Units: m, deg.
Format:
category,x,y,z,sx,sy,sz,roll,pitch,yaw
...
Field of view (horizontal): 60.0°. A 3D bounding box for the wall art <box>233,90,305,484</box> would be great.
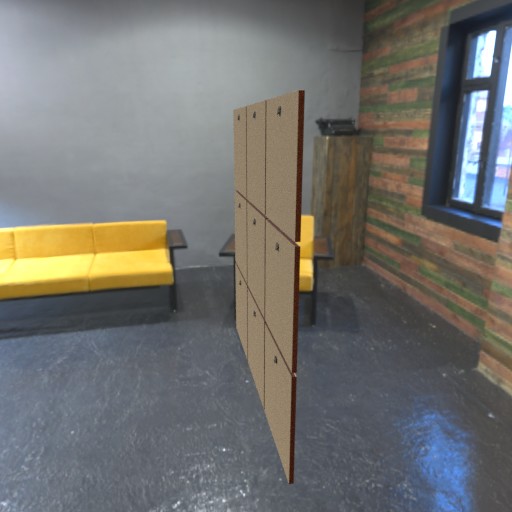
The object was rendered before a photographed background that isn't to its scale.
category,x,y,z,sx,sy,sz,roll,pitch,yaw
wall art,0.000,0.000,1.386,0.018,0.904,0.906,-3,16,-10
